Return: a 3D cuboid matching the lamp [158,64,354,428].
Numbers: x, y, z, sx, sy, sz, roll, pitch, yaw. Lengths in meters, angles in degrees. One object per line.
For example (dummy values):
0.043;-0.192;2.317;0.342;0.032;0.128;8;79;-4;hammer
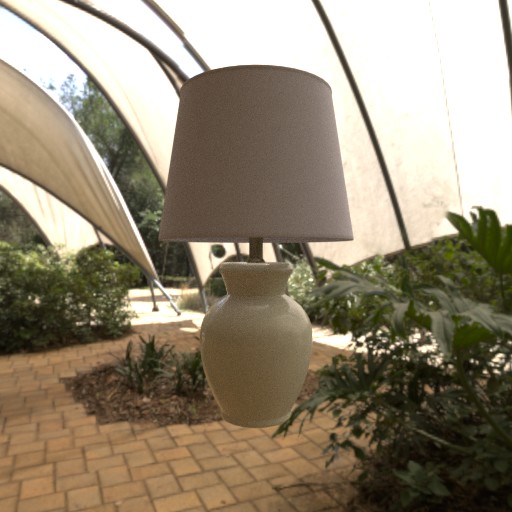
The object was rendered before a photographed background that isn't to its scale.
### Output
0.000;0.000;0.555;0.239;0.399;0.239;0;0;0;lamp
